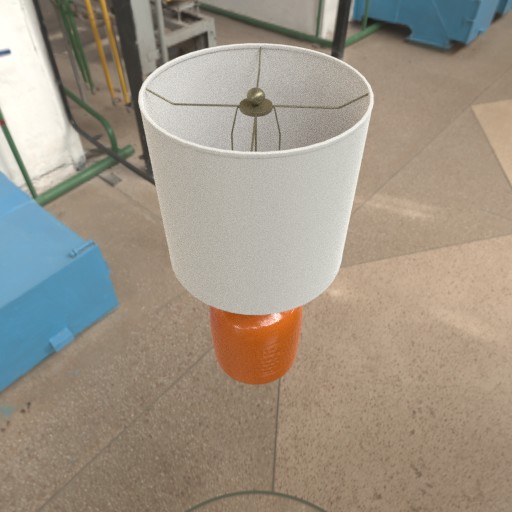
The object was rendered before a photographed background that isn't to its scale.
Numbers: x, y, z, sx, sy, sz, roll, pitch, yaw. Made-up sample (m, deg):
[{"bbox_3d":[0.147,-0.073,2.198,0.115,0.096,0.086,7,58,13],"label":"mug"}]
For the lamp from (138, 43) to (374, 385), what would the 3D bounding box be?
[{"bbox_3d":[0.000,0.000,1.112,0.418,0.871,0.418,33,54,27],"label":"lamp"}]
